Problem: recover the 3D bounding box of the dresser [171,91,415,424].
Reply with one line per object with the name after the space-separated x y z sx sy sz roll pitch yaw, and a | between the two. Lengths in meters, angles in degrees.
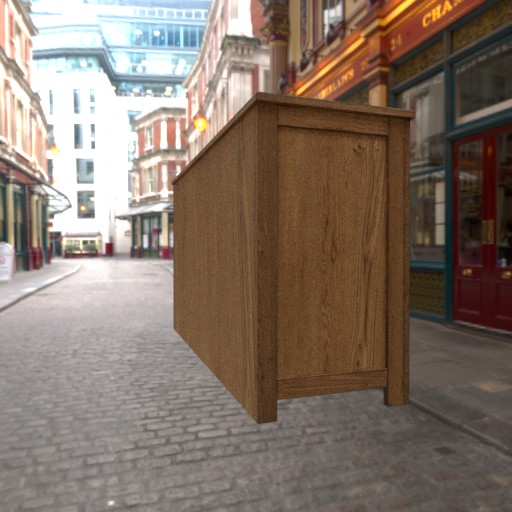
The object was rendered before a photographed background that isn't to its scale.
0.000 0.000 2.104 0.563 0.932 1.657 0 1 -19 | dresser
